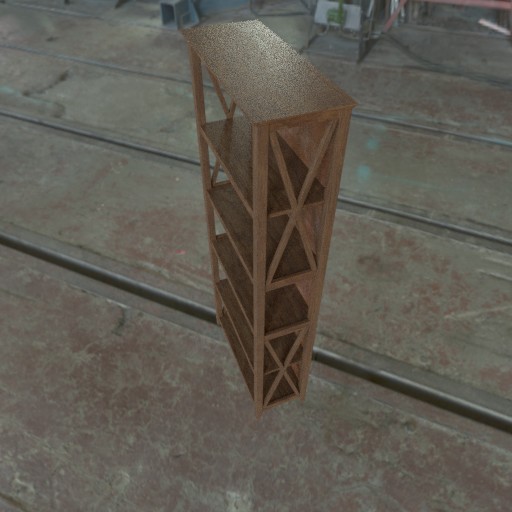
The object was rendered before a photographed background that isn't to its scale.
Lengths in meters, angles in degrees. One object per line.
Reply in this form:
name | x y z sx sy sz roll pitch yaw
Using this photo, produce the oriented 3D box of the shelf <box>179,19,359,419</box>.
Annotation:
shelf | 0.000 0.000 2.204 0.335 1.905 0.805 -16 47 -15
